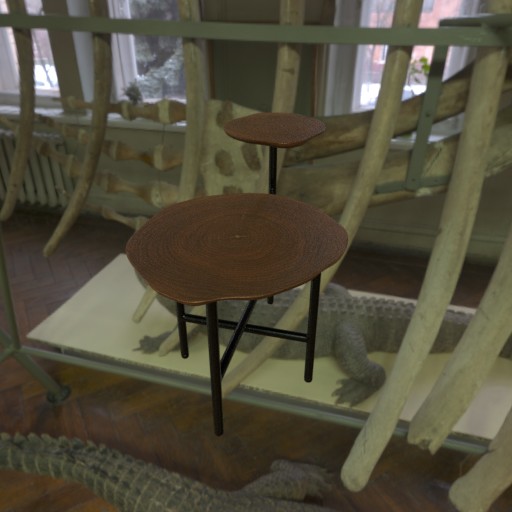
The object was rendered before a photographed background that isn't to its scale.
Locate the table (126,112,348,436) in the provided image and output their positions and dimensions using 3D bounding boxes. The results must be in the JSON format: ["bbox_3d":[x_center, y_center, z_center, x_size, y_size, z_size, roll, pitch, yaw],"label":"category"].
[{"bbox_3d":[0.000,0.000,1.090,0.442,0.538,0.759,8,30,14],"label":"table"}]
